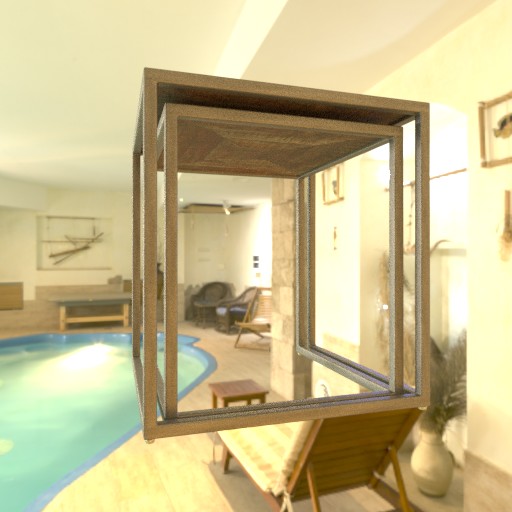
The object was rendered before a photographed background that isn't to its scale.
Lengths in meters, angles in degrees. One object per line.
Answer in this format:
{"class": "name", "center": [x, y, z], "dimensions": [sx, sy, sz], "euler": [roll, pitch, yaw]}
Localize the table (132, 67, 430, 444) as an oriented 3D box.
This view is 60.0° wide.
{"class": "table", "center": [0.000, 0.000, 0.862], "dimensions": [0.450, 0.500, 0.449], "euler": [0, 0, -17]}
